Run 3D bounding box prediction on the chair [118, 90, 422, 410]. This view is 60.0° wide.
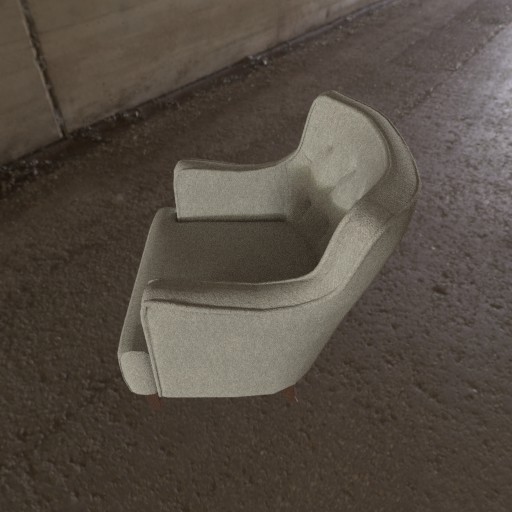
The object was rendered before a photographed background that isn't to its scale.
[{"bbox_3d":[0.000,0.000,1.576,0.910,0.920,0.820,0,42,0],"label":"chair"}]
